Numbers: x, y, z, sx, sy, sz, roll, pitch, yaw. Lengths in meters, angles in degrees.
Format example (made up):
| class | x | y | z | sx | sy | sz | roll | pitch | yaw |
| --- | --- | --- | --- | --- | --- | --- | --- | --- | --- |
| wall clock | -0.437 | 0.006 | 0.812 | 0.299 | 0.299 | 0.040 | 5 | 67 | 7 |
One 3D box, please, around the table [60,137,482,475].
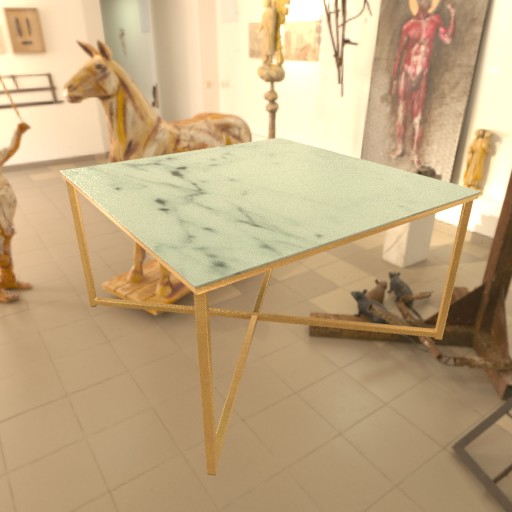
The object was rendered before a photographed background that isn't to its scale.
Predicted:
| class | x | y | z | sx | sy | sz | roll | pitch | yaw |
| --- | --- | --- | --- | --- | --- | --- | --- | --- | --- |
| table | 0.000 | 0.000 | 1.279 | 0.800 | 0.450 | 0.800 | -18 | 31 | -31 |
